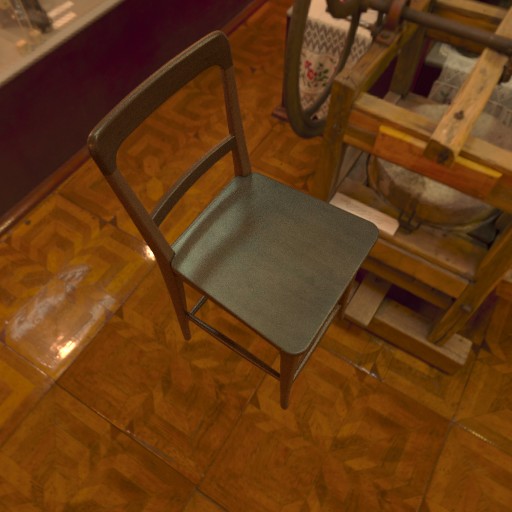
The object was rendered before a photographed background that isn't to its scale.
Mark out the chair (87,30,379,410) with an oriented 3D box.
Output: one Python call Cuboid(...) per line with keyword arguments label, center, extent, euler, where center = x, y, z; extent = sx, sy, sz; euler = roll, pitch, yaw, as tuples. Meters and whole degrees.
Cuboid(label="chair", center=(0.000, 0.000, 1.276), extent=(0.546, 0.991, 0.450), euler=(30, 64, 17))
